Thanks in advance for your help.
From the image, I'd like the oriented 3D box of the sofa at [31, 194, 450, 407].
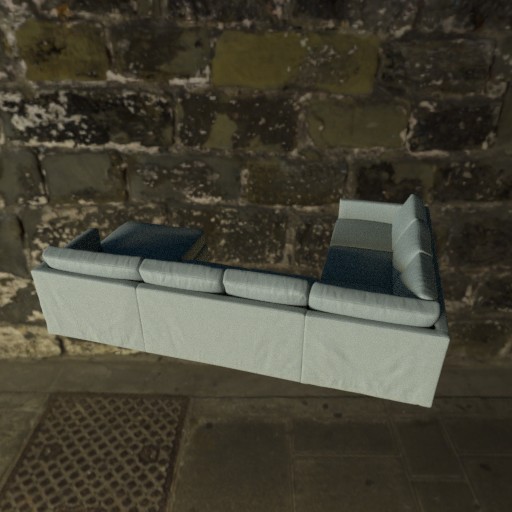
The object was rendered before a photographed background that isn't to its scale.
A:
[{"bbox_3d":[0.000,0.000,4.588,3.460,0.882,2.427,8,30,13],"label":"sofa"}]
